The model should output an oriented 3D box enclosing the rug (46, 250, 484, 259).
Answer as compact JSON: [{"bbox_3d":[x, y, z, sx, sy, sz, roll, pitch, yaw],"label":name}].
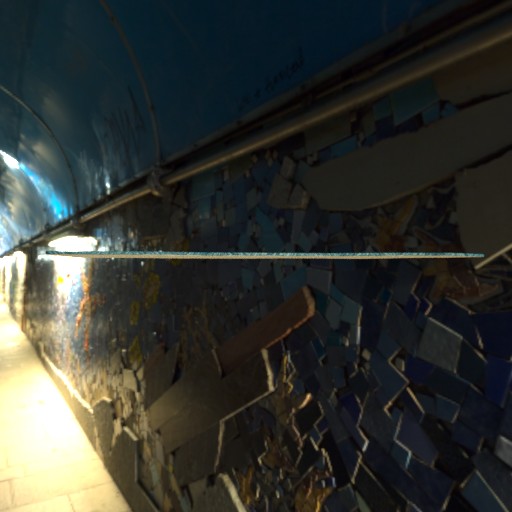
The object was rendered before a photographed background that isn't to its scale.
[{"bbox_3d":[0.000,0.000,2.196,1.728,0.017,1.136,0,-1,-16],"label":"rug"}]
